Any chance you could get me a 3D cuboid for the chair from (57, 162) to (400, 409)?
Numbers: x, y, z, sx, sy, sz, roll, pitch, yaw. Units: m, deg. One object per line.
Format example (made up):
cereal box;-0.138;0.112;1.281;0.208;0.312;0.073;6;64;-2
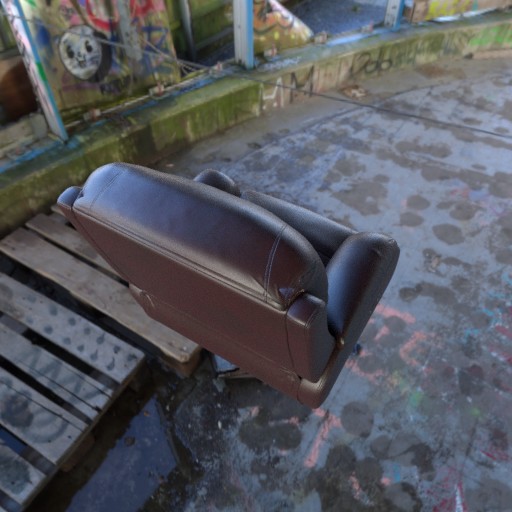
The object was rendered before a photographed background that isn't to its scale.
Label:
chair;0.000;0.000;1.709;0.930;1.011;0.899;24;51;22
